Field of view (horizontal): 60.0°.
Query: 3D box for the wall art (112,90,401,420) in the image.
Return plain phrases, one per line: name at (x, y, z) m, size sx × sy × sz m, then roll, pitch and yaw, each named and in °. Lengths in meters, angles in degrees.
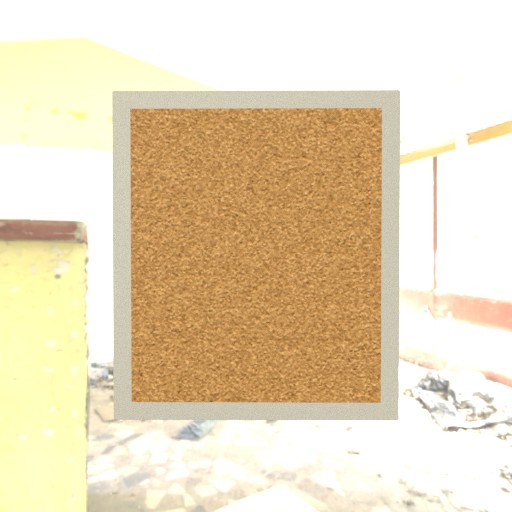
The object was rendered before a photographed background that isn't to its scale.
wall art at (0.000, 0.000, 0.524) m, size 0.331 × 0.381 × 0.028 m, roll 0°, pitch 1°, yaw 0°
